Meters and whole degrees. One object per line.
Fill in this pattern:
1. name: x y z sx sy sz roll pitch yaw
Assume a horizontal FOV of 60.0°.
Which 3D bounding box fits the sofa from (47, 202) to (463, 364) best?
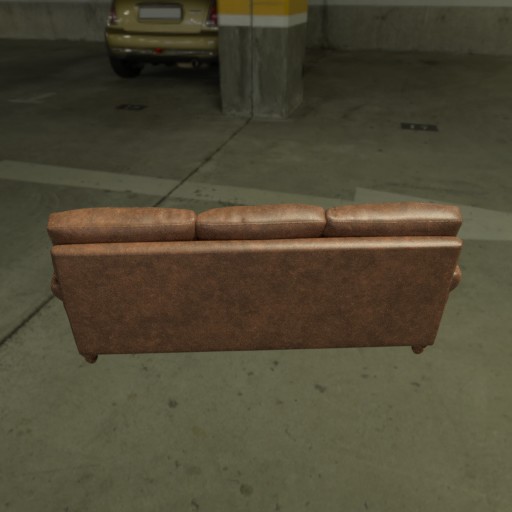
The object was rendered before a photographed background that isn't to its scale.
1. sofa: 0.000 0.000 2.872 2.351 0.977 0.973 -1 31 -2
